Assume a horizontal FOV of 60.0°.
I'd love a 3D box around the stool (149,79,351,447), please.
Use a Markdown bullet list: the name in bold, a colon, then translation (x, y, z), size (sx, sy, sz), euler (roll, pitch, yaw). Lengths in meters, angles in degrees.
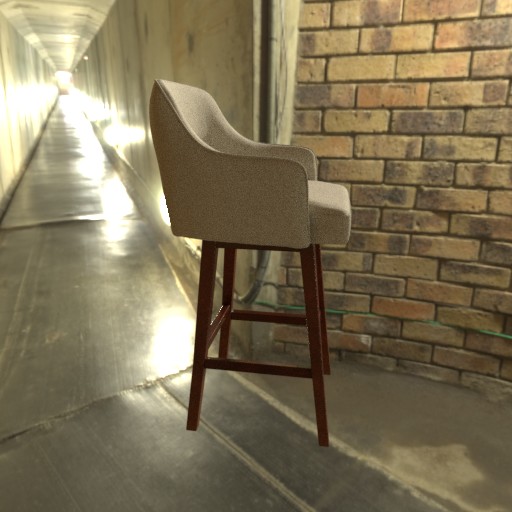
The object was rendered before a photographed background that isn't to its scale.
- **stool**: translation (0.000, 0.000, 1.405), size (0.560, 1.041, 0.550), euler (3, 17, 9)
